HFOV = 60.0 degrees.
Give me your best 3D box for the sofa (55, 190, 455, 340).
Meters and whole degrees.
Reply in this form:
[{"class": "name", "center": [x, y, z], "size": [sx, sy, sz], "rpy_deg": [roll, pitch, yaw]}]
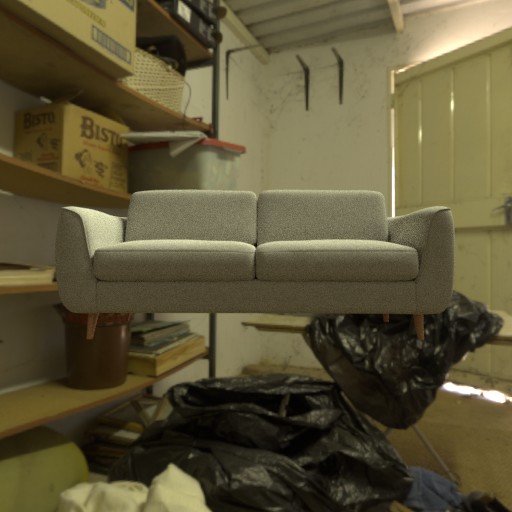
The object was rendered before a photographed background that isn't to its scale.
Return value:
[{"class": "sofa", "center": [0.000, 0.000, 2.573], "size": [2.000, 0.850, 0.920], "rpy_deg": [0, 0, 1]}]
